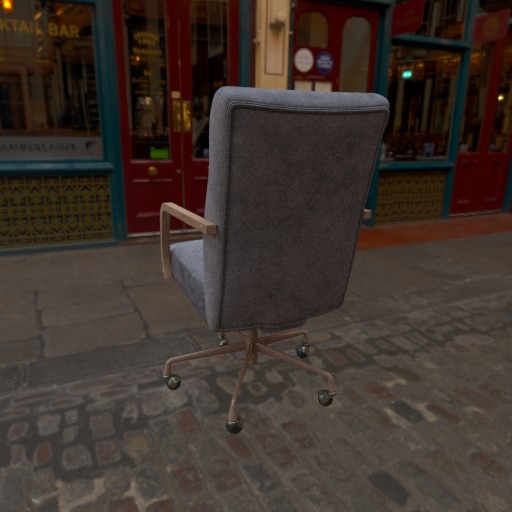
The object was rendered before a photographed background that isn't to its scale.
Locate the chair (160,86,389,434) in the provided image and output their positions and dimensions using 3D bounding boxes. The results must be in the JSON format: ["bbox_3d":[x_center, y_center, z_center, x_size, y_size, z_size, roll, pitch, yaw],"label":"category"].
[{"bbox_3d":[0.000,0.000,1.530,0.640,1.029,0.741,-7,17,-25],"label":"chair"}]
